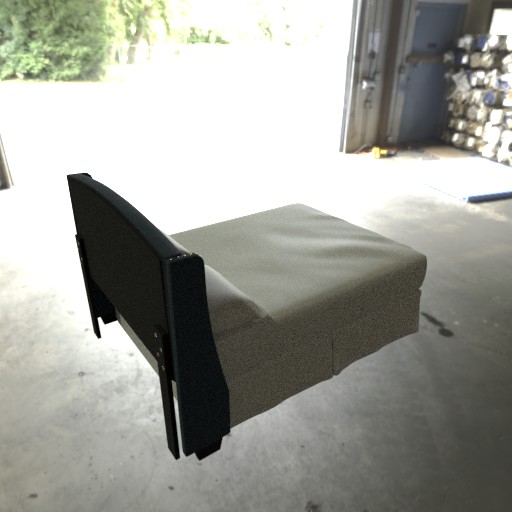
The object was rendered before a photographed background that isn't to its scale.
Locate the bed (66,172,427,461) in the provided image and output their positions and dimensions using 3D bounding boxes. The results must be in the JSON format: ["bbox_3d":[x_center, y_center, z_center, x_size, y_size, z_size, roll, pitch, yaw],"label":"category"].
[{"bbox_3d":[0.000,0.000,3.417,2.237,1.407,1.710,-18,31,-31],"label":"bed"}]
